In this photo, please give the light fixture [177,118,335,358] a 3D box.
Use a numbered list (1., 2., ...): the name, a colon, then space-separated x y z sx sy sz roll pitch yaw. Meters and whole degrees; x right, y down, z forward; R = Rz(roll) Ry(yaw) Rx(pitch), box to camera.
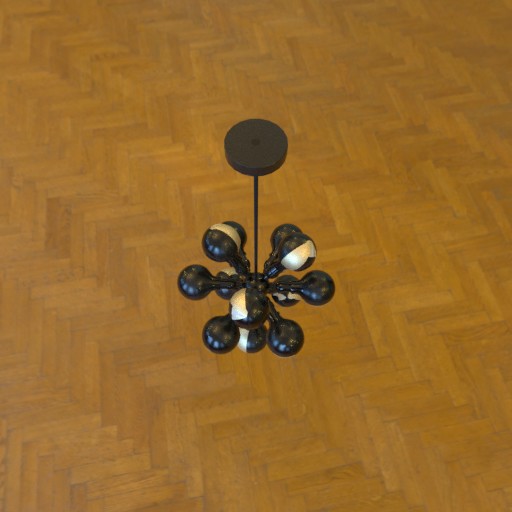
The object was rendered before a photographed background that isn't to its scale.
1. light fixture: 0.000 0.000 1.145 0.420 0.859 0.468 30 67 14
